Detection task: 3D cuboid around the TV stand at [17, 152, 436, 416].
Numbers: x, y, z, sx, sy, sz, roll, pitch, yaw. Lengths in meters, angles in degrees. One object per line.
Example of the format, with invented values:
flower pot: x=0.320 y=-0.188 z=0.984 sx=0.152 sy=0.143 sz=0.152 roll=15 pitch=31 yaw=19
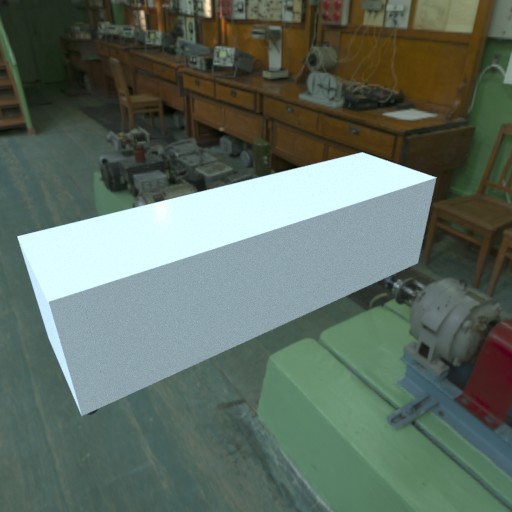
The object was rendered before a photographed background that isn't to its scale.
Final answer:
TV stand: x=0.000 y=0.000 z=1.696 sx=1.500 sy=0.440 sz=0.410 roll=-19 pitch=35 yaw=-29
